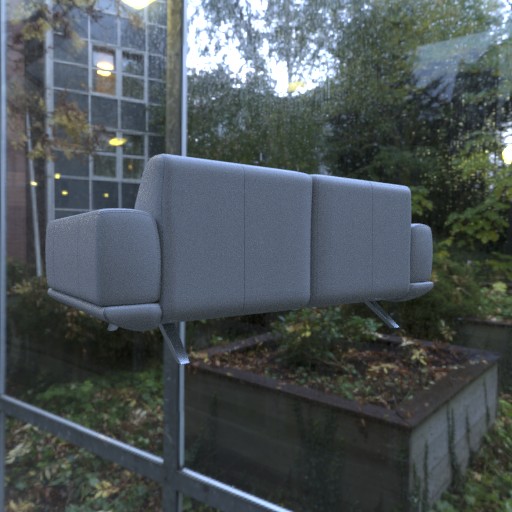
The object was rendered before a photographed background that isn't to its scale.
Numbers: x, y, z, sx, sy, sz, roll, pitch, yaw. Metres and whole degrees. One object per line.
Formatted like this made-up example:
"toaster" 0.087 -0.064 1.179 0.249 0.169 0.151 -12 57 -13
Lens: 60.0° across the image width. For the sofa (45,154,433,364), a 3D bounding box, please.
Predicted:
"sofa" 0.000 0.000 2.343 1.901 0.772 0.900 -1 1 -36
